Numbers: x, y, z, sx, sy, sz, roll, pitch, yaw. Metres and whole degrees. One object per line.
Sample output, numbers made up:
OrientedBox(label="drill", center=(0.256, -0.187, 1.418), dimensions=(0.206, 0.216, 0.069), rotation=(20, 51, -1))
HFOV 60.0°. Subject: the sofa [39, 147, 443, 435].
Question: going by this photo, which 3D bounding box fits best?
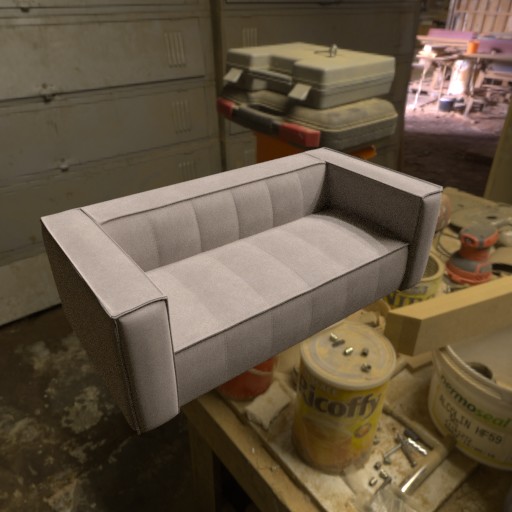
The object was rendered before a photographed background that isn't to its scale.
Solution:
OrientedBox(label="sofa", center=(0.000, 0.000, 2.518), dimensions=(1.995, 0.680, 1.038), rotation=(-21, 36, -31))
